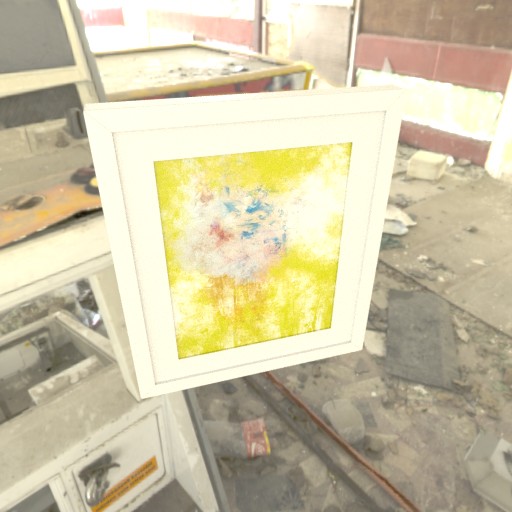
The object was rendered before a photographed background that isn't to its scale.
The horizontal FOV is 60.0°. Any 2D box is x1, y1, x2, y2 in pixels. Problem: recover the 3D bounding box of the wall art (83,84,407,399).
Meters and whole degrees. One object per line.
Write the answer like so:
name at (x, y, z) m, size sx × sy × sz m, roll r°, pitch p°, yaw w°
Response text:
wall art at (0.000, 0.000, 0.548) m, size 0.331 × 0.381 × 0.028 m, roll -9°, pitch 33°, yaw -14°
